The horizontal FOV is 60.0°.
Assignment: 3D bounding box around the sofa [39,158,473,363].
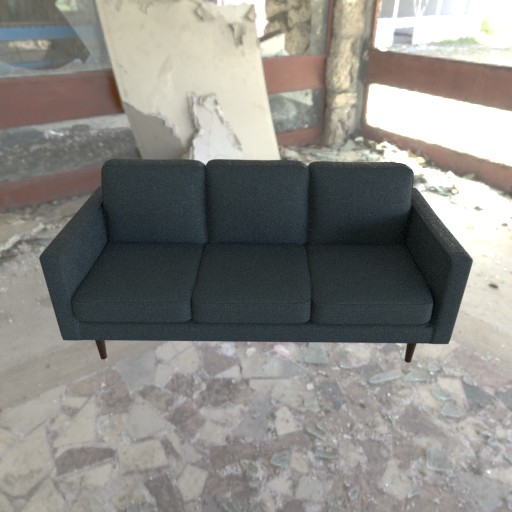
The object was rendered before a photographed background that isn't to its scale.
[{"bbox_3d":[0.000,0.000,2.523,2.013,0.945,0.935,0,31,1],"label":"sofa"}]
